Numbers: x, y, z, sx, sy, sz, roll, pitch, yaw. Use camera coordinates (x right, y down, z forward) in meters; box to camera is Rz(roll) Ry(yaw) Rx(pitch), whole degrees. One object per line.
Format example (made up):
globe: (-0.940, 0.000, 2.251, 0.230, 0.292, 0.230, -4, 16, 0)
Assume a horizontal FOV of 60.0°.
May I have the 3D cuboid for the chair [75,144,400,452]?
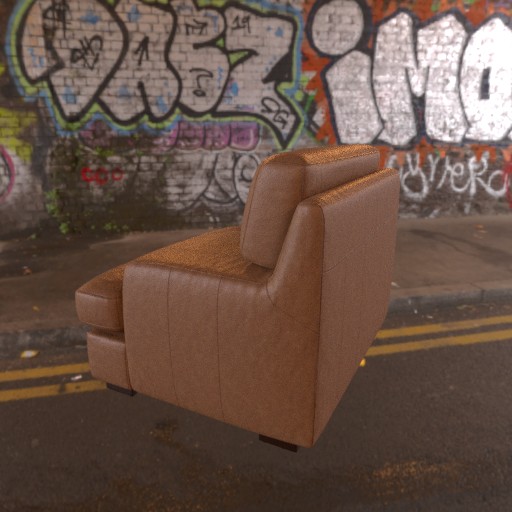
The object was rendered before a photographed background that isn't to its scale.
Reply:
chair: (0.000, 0.000, 2.013, 1.050, 0.978, 1.276, 8, 18, 26)
